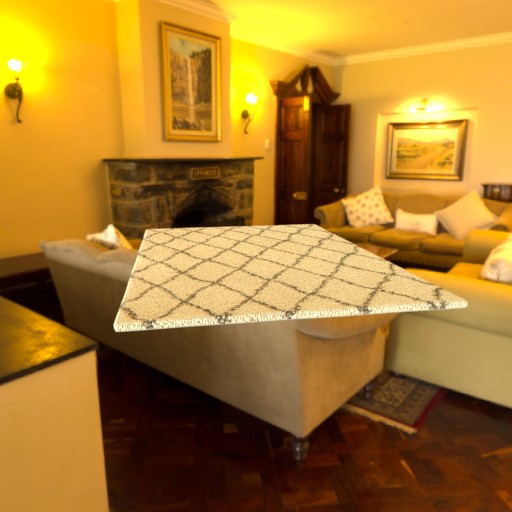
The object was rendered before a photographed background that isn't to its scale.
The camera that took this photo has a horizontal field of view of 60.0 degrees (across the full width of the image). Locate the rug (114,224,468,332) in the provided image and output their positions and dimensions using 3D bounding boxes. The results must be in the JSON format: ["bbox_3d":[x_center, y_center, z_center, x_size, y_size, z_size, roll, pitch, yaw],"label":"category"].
[{"bbox_3d":[0.000,0.000,2.319,1.219,0.030,1.778,-2,13,-10],"label":"rug"}]
